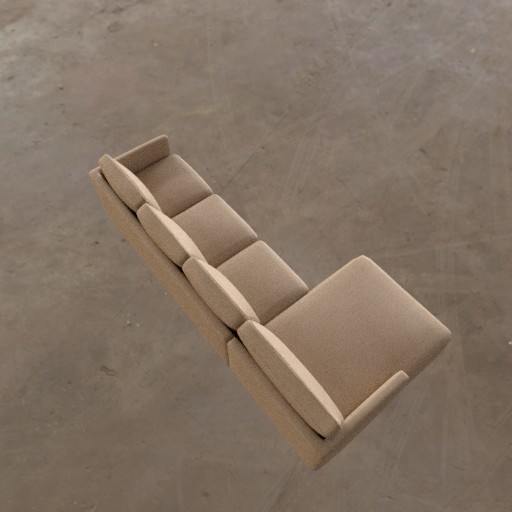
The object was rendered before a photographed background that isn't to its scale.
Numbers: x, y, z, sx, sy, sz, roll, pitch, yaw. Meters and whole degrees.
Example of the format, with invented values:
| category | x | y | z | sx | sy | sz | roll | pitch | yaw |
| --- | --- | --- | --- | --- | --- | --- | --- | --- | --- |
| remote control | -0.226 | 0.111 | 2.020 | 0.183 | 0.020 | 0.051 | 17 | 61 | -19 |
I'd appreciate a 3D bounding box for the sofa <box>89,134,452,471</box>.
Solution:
| category | x | y | z | sx | sy | sz | roll | pitch | yaw |
| --- | --- | --- | --- | --- | --- | --- | --- | --- | --- |
| sofa | 0.000 | 0.000 | 3.898 | 1.502 | 0.876 | 3.201 | -34 | 63 | -20 |
